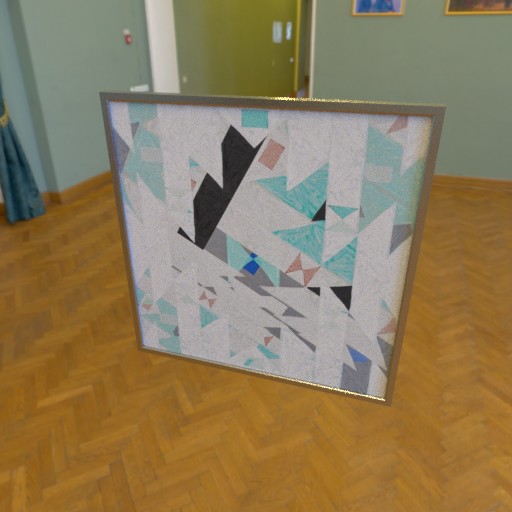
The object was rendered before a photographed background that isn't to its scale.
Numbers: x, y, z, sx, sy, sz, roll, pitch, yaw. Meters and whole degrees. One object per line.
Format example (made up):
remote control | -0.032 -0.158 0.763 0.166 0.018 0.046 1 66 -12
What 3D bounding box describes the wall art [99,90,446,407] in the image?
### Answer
wall art | 0.000 0.000 1.189 0.806 0.806 0.038 8 28 16
